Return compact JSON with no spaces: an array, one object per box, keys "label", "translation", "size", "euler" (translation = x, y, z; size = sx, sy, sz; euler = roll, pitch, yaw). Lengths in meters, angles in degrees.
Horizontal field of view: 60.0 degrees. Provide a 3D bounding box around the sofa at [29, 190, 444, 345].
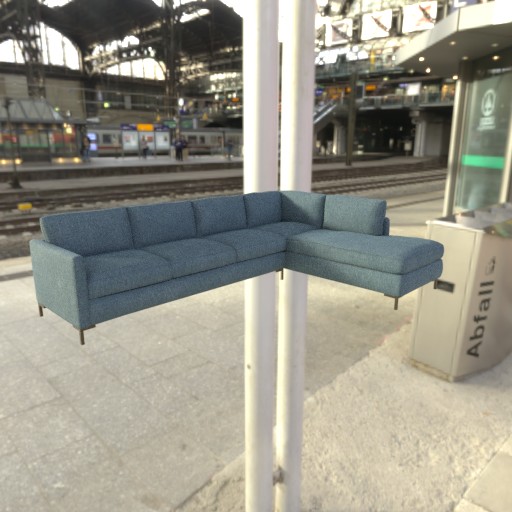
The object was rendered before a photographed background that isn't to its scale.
[{"label":"sofa","translation":[0.000,0.000,3.722],"size":[2.007,0.815,2.949],"euler":[14,20,43]}]
